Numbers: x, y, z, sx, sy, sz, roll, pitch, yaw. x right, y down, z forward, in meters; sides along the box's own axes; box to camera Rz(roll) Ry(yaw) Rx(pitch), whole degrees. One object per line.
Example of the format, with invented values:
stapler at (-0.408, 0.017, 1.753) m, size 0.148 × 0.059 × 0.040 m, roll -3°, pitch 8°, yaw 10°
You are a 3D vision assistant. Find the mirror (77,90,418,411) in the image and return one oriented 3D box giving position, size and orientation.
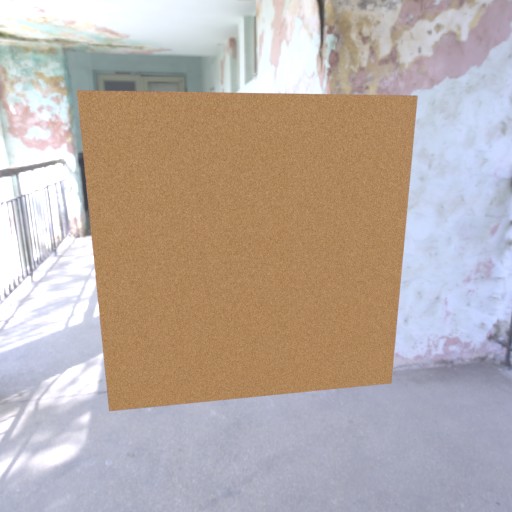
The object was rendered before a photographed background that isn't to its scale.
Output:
mirror at (0.000, 0.000, 1.169) m, size 0.804 × 0.804 × 0.061 m, roll -3°, pitch 16°, yaw -9°
